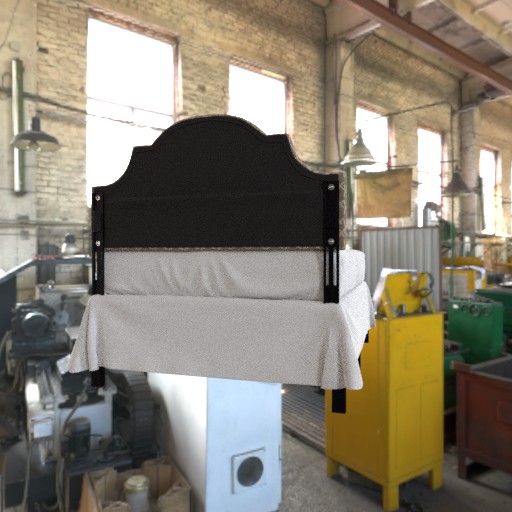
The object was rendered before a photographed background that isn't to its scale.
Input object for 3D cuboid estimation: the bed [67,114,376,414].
[{"bbox_3d":[0.000,0.000,3.470,1.780,1.633,2.222,0,0,18],"label":"bed"}]
